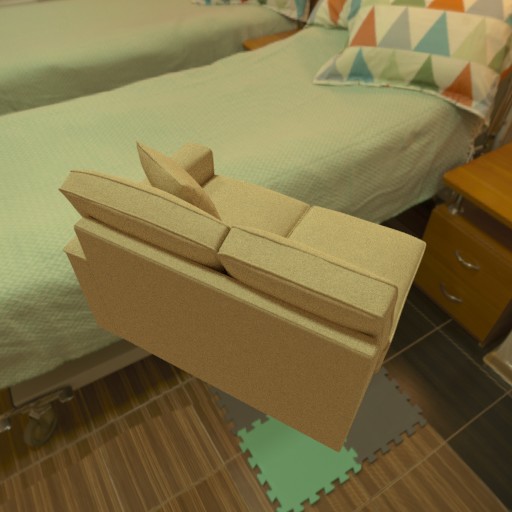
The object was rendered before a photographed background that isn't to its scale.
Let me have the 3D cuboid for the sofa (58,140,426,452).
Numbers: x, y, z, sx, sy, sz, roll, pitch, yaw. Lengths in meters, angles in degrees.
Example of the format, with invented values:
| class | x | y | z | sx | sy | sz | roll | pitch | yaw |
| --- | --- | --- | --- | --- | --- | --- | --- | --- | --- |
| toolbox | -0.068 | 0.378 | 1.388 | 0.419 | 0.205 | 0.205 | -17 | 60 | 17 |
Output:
| class | x | y | z | sx | sy | sz | roll | pitch | yaw |
| --- | --- | --- | --- | --- | --- | --- | --- | --- | --- |
| sofa | 0.000 | 0.000 | 2.073 | 1.388 | 0.989 | 0.991 | 22 | 50 | 20 |
